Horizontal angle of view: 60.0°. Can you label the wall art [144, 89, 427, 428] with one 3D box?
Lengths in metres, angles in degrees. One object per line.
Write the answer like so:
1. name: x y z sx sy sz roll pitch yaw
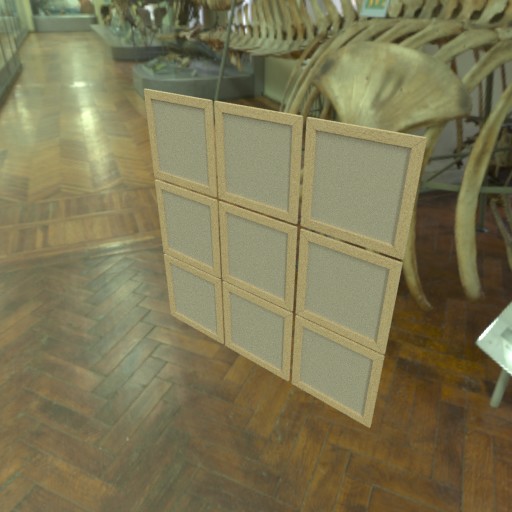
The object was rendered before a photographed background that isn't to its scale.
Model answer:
1. wall art: 0.000 0.000 2.332 1.519 1.507 0.014 22 37 33
